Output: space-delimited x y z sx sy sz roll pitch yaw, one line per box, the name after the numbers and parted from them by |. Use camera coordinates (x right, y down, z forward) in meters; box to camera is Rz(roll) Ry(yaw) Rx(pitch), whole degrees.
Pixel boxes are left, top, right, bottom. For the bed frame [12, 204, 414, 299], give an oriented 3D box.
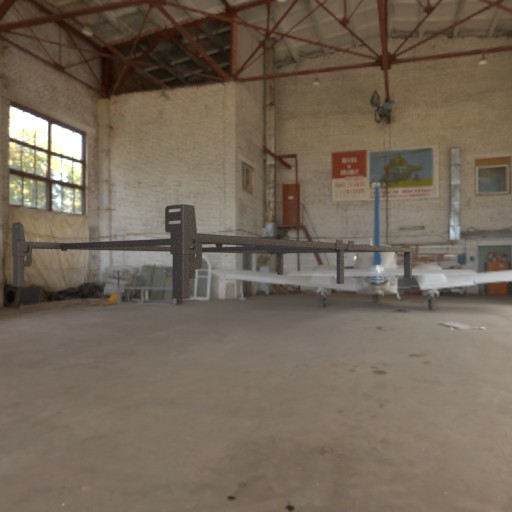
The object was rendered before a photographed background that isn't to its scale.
0.000 0.000 2.201 0.968 0.248 1.897 0 -1 37 | bed frame
